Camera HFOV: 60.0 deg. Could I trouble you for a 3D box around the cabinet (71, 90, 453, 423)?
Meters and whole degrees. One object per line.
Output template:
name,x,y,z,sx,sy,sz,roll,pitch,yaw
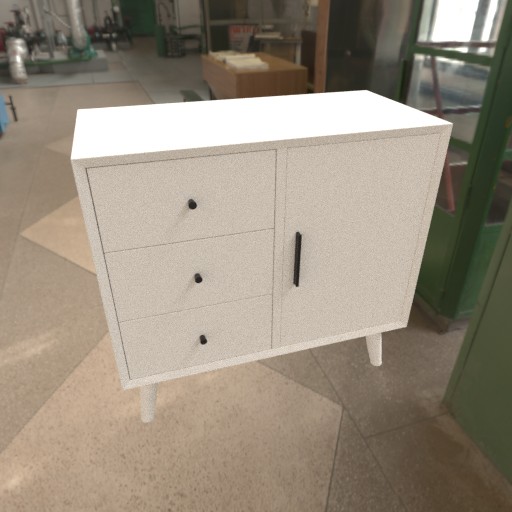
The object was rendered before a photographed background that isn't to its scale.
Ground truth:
cabinet,0.000,0.000,1.232,0.800,0.761,0.398,-9,33,-15
